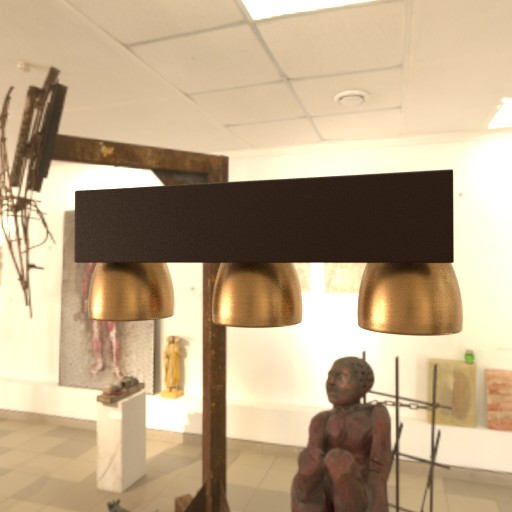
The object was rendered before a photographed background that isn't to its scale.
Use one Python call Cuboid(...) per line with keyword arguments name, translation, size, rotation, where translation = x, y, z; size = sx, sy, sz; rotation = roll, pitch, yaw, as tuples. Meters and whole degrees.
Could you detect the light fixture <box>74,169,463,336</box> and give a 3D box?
Cuboid(name="light fixture", translation=(0.000, 0.000, 0.681), size=(0.582, 0.204, 0.157), rotation=(0, -1, 17))
